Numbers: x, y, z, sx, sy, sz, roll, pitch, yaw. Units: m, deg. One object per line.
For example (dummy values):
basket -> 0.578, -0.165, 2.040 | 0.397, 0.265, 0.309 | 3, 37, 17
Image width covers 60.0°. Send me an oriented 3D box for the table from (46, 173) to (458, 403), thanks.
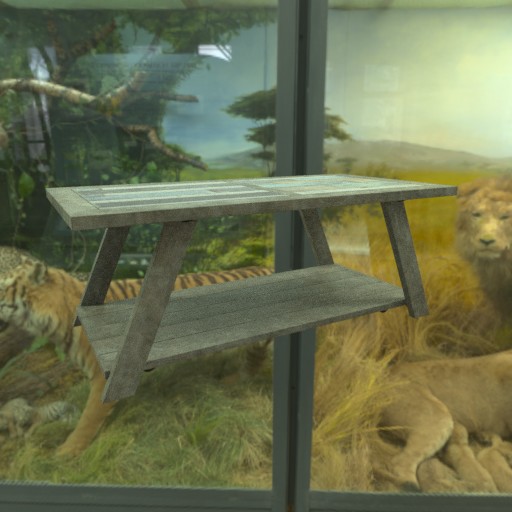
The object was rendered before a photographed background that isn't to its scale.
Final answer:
table -> 0.000, 0.000, 1.524 | 1.219, 0.470, 0.610 | -8, 17, -28
